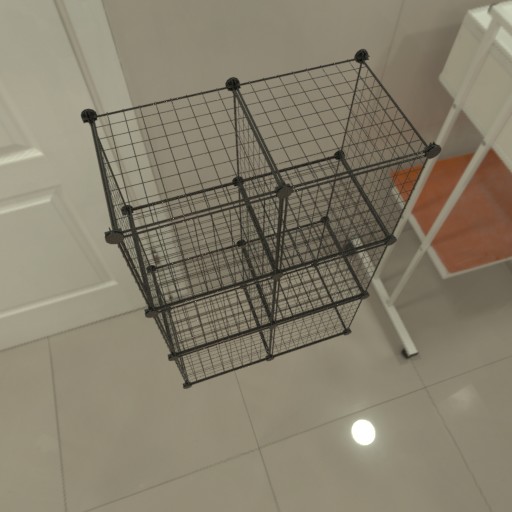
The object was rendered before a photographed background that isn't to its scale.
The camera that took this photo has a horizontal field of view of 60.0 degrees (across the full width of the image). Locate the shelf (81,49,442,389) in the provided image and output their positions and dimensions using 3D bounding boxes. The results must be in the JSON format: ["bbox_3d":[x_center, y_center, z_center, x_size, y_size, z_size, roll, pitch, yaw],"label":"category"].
[{"bbox_3d":[0.000,0.000,1.413,0.711,1.067,0.356,-16,60,-10],"label":"shelf"}]
